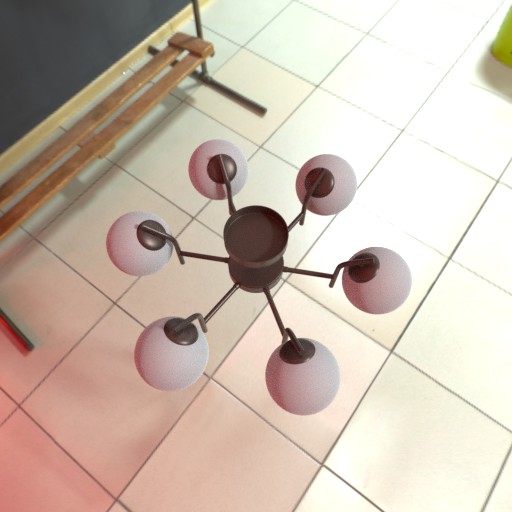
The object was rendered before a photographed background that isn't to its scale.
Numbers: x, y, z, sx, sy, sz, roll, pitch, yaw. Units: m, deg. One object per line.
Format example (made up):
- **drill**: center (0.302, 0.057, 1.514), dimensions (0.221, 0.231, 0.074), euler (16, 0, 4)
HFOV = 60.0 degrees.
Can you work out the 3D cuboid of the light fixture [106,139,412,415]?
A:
- **light fixture**: center (0.000, 0.000, 0.935), dimensions (0.662, 0.201, 0.662), euler (0, 64, 0)
